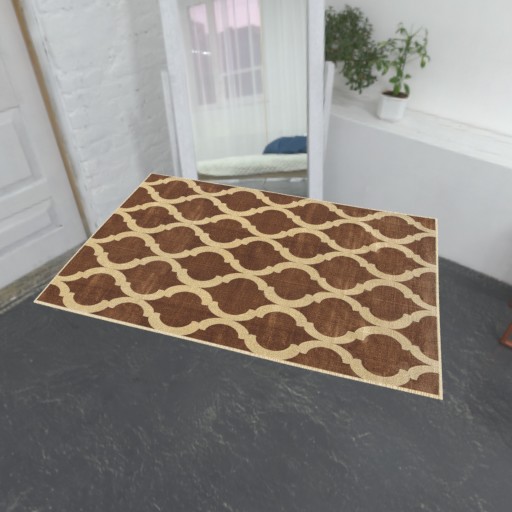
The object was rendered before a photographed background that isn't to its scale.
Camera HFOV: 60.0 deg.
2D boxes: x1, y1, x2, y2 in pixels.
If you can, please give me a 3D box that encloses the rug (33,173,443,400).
[{"bbox_3d":[0.000,0.000,2.889,2.284,0.008,1.522,11,42,12],"label":"rug"}]
